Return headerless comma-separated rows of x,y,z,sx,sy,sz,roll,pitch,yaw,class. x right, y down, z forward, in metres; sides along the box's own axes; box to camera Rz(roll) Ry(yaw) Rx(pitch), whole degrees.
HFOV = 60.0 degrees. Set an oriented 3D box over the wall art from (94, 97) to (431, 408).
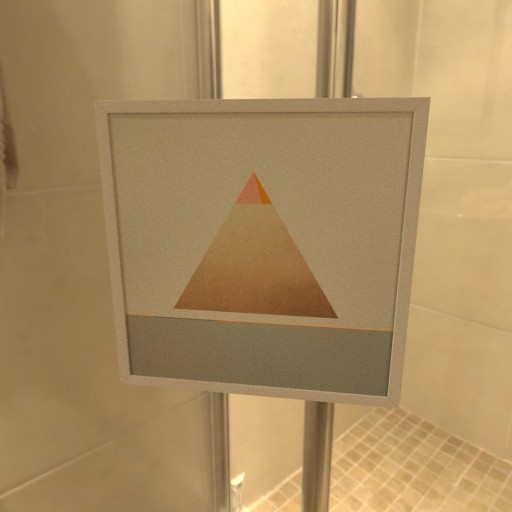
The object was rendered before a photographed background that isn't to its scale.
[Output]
0.000,0.000,0.458,0.305,0.304,0.038,2,16,9,wall art
